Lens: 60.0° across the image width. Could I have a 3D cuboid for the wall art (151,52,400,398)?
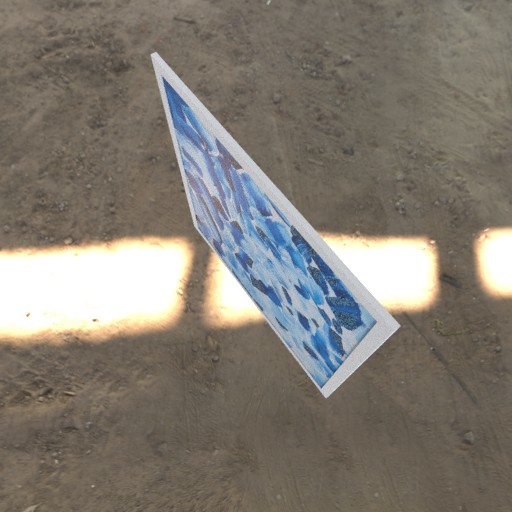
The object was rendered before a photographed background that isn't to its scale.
[{"bbox_3d":[0.000,0.000,1.255,0.015,0.812,0.812,-33,69,-15],"label":"wall art"}]
